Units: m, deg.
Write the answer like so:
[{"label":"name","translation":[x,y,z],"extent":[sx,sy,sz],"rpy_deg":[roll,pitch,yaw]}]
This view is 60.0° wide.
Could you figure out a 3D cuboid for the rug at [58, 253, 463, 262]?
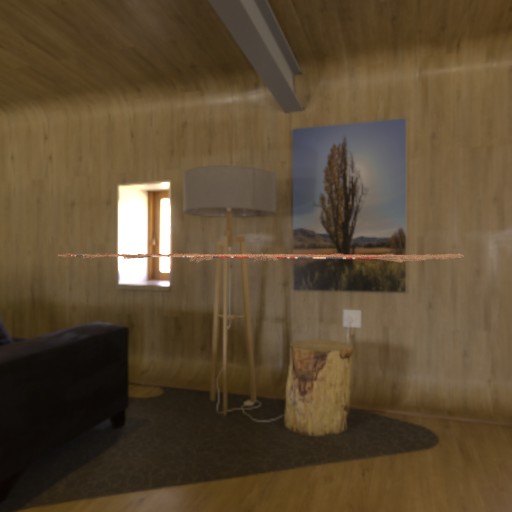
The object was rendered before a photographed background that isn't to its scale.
[{"label":"rug","translation":[0.000,0.000,2.559],"extent":[2.025,0.040,1.469],"rpy_deg":[0,1,35]}]
